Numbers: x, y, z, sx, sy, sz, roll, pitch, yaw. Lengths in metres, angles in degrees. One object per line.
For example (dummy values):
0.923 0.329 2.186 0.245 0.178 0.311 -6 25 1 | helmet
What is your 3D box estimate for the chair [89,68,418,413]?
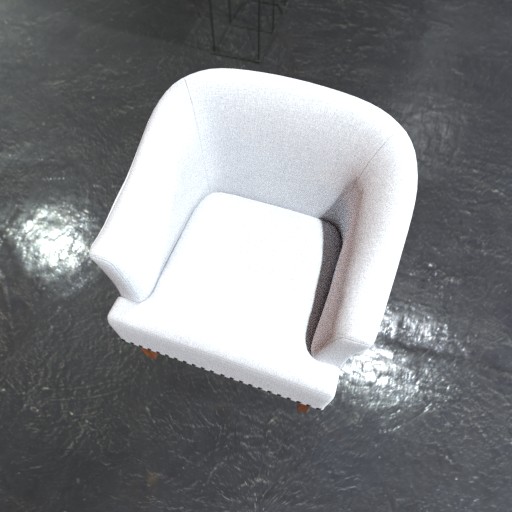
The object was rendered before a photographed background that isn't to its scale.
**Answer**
0.000 0.000 1.408 0.798 0.815 0.704 17 60 10 | chair
